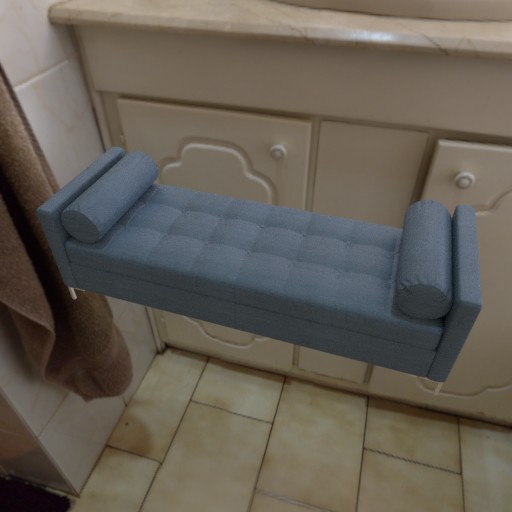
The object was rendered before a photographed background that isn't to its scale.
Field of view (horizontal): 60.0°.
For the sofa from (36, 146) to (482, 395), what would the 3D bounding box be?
[{"bbox_3d":[0.000,0.000,2.298,1.981,0.635,0.686,12,43,14],"label":"sofa"}]
